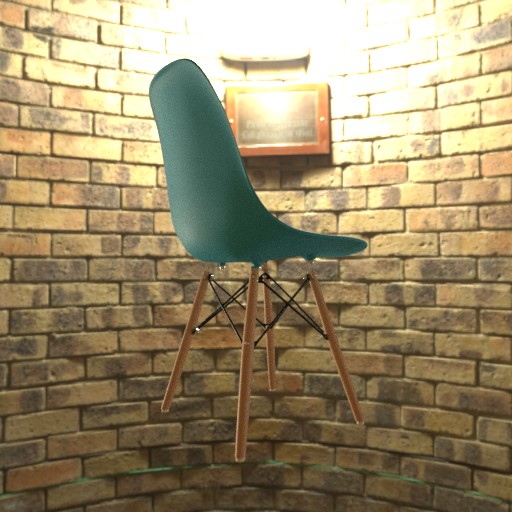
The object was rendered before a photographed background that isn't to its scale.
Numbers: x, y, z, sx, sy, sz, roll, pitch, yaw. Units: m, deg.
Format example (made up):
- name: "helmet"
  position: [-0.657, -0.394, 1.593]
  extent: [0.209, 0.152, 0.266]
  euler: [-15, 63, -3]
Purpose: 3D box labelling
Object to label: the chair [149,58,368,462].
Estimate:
- name: "chair"
  position: [0.000, 0.000, 1.135]
  extent: [0.531, 0.826, 0.470]
  euler: [1, -2, -35]
